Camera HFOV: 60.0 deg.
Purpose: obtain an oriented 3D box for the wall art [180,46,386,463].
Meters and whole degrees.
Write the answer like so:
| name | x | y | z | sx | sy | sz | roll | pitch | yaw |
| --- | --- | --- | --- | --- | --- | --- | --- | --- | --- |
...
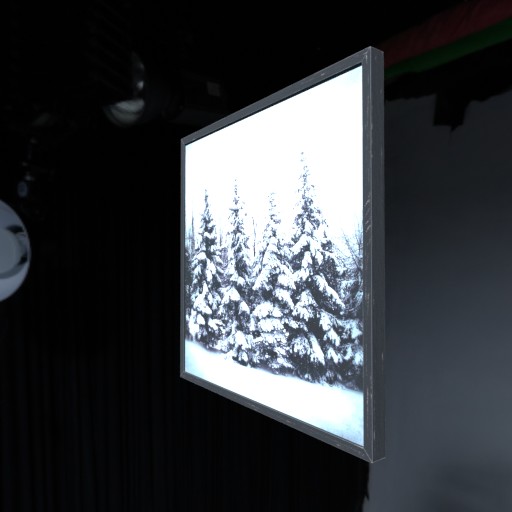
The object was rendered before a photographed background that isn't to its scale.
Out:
| name | x | y | z | sx | sy | sz | roll | pitch | yaw |
| --- | --- | --- | --- | --- | --- | --- | --- | --- | --- |
| wall art | 0.000 | 0.000 | 1.125 | 0.037 | 0.761 | 0.761 | 1 | -1 | -36 |
